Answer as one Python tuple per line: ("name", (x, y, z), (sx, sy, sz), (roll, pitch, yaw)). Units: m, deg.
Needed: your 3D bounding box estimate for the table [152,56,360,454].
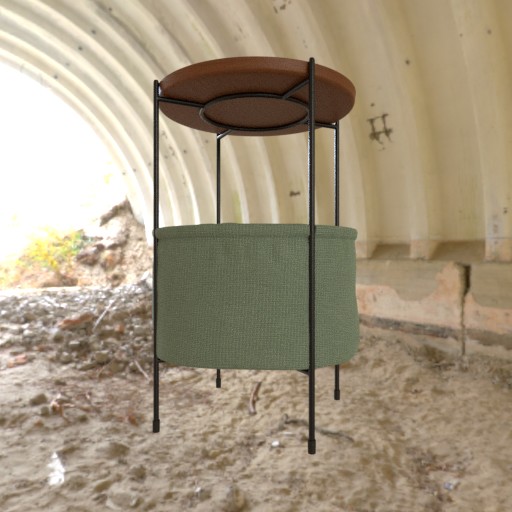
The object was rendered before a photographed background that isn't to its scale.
("table", (0.000, 0.000, 0.875), (0.400, 0.623, 0.400), (0, 0, 18))
